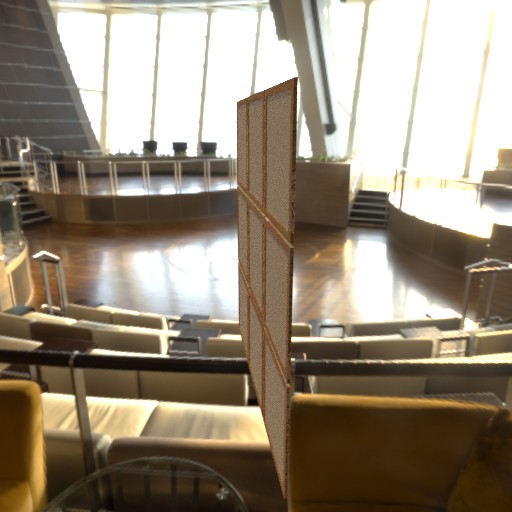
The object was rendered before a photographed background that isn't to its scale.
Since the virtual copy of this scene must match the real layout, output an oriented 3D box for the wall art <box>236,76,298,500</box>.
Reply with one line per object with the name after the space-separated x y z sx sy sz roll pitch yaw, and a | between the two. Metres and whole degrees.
0.000 0.000 2.225 0.013 1.534 1.519 -3 17 -8 | wall art
